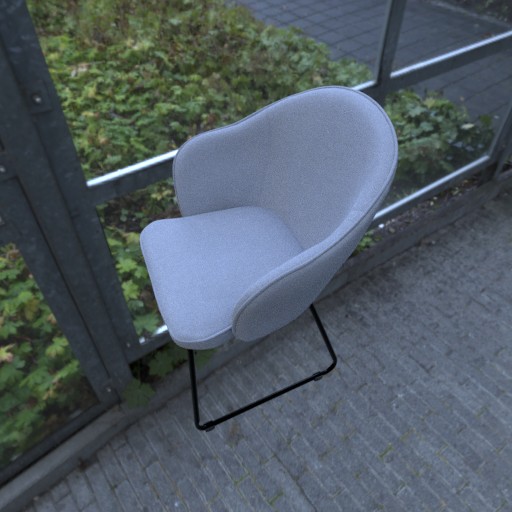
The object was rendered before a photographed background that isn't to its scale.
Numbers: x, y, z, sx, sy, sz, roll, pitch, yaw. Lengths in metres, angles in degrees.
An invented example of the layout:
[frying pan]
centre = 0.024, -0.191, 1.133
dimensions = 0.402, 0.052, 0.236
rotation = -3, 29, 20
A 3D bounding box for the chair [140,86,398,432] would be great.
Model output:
[chair]
centre = 0.000, 0.000, 1.238
dimensions = 0.592, 0.817, 0.570
rotation = -17, 49, -15
